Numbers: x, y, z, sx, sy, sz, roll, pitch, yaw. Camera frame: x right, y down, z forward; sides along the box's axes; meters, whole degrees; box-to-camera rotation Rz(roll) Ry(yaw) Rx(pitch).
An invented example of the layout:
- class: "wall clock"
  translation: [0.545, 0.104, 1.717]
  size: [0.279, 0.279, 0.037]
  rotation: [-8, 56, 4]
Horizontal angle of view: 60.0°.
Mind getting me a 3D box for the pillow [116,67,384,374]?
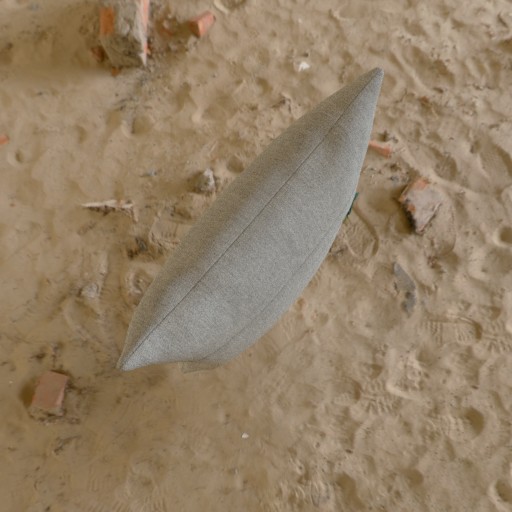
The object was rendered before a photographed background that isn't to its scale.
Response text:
- class: "pillow"
  translation: [0.000, 0.000, 0.670]
  size: [0.173, 0.436, 0.433]
  rotation: [38, 77, 10]
